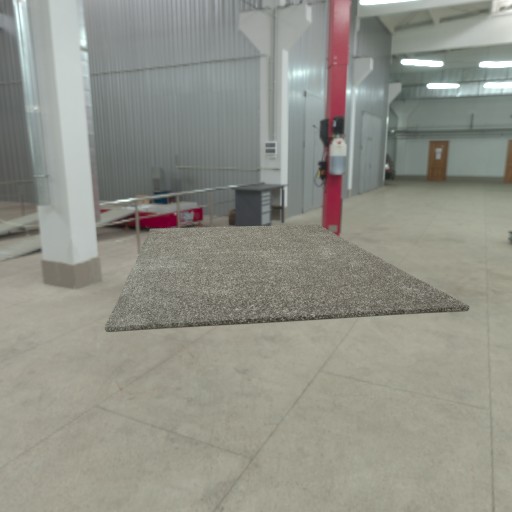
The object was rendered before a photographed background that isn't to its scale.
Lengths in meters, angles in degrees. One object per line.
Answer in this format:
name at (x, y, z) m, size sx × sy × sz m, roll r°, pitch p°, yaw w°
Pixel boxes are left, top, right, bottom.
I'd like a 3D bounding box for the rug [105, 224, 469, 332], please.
rug at (0.000, 0.000, 3.428) m, size 1.802 × 0.026 × 2.699 m, roll -2°, pitch 13°, yaw -9°
